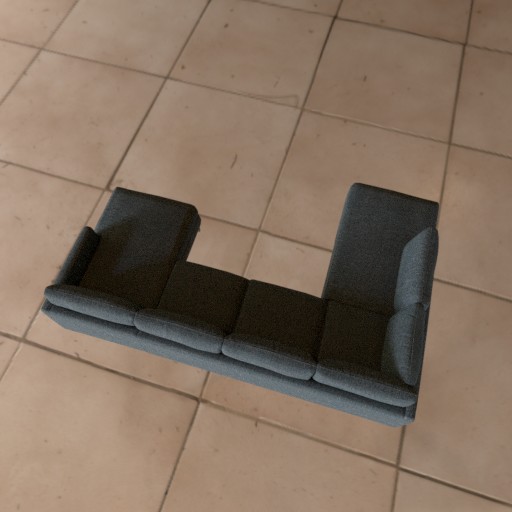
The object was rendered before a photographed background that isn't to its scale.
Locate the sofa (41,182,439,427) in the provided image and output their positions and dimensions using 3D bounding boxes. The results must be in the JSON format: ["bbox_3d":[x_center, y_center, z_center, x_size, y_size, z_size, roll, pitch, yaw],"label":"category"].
[{"bbox_3d":[0.000,0.000,3.558,2.737,0.753,1.879,15,65,7],"label":"sofa"}]
